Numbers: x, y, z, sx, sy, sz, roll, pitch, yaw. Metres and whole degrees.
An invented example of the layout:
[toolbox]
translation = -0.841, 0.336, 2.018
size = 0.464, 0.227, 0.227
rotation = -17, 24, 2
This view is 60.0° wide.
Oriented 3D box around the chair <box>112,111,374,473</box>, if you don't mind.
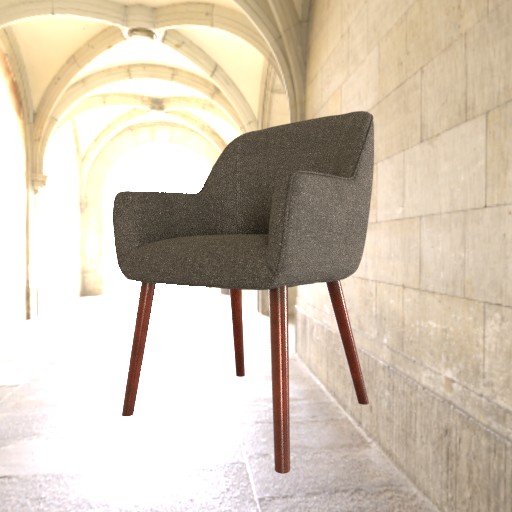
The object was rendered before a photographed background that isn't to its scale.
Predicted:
[chair]
translation = 0.000, 0.000, 1.164
size = 0.543, 0.803, 0.519
rotation = 1, 2, 36
